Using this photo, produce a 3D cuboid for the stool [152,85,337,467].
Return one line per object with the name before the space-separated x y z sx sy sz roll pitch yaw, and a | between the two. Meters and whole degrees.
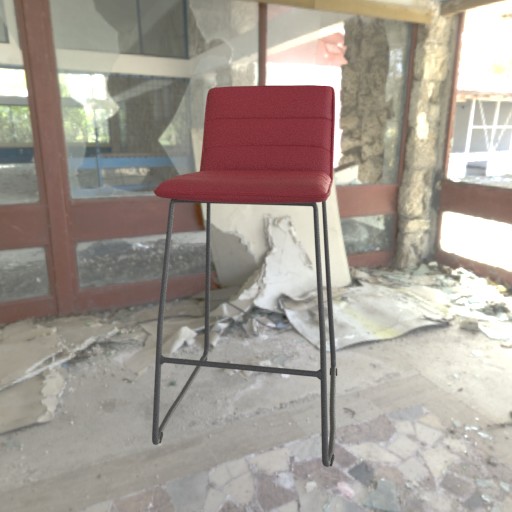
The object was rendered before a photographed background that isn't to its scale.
stool | 0.000 0.000 1.236 0.489 0.937 0.524 3 16 10
